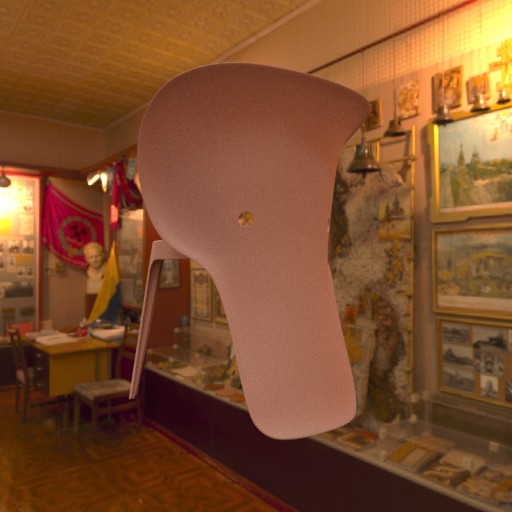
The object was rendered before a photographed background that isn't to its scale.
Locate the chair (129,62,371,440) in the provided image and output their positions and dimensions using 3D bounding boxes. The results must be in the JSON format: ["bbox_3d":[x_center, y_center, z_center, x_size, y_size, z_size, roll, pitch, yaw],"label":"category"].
[{"bbox_3d":[0.000,0.000,0.849,0.451,0.554,0.402,1,-1,-37],"label":"chair"}]
